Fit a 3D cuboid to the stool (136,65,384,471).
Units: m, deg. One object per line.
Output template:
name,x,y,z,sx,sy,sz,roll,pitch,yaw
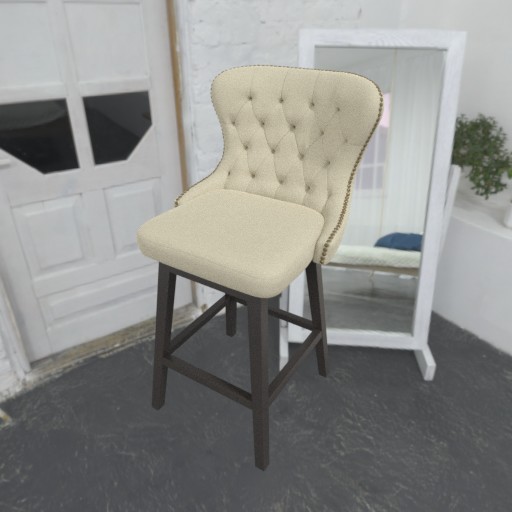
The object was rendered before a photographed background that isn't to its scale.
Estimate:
stool,0.000,0.000,1.307,0.528,0.971,0.593,18,35,27
